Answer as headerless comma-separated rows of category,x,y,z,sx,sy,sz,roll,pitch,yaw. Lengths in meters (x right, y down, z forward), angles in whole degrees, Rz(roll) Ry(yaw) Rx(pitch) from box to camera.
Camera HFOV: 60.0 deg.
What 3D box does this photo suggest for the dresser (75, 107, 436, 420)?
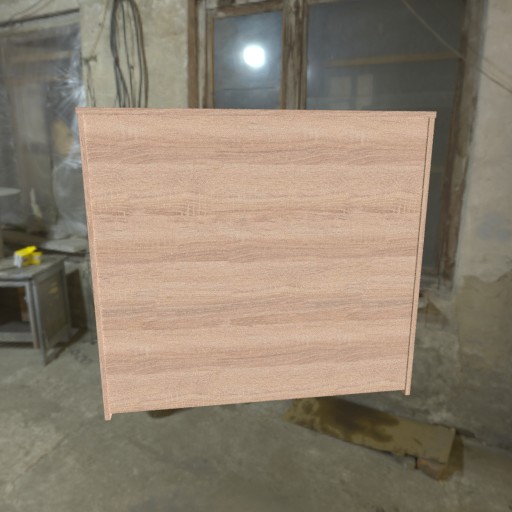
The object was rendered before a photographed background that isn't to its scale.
dresser,0.000,0.000,1.478,0.980,0.900,0.380,-2,14,-8
